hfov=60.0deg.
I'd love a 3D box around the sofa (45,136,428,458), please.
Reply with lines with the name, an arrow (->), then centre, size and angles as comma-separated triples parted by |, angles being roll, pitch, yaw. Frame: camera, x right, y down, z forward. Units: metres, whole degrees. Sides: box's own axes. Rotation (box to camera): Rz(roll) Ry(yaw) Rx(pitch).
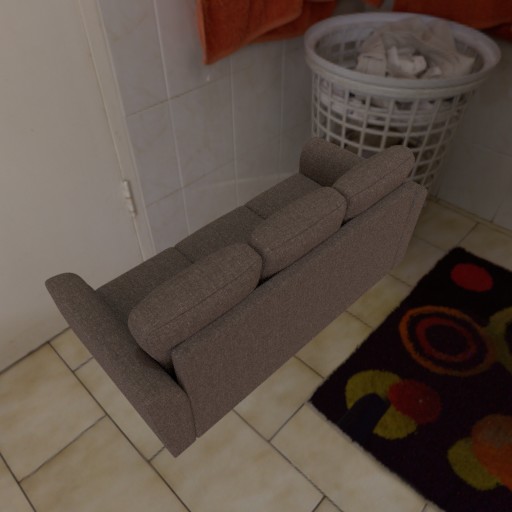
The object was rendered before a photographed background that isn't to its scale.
sofa -> 0.000, 0.000, 2.328 | 1.847, 0.891, 0.837 | -34, 54, -29
